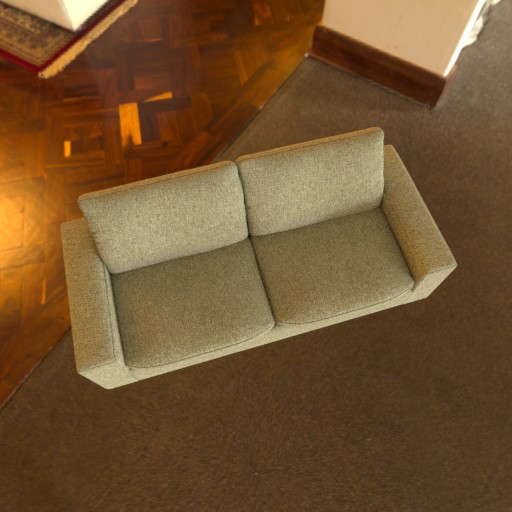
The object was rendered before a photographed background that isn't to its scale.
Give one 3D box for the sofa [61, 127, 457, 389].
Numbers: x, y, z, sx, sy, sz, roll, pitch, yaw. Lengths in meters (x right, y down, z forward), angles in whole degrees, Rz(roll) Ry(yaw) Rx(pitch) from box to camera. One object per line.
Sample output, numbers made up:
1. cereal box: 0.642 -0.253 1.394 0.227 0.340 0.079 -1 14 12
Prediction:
1. sofa: 0.000 0.000 2.830 2.299 0.922 1.040 -15 65 -7
